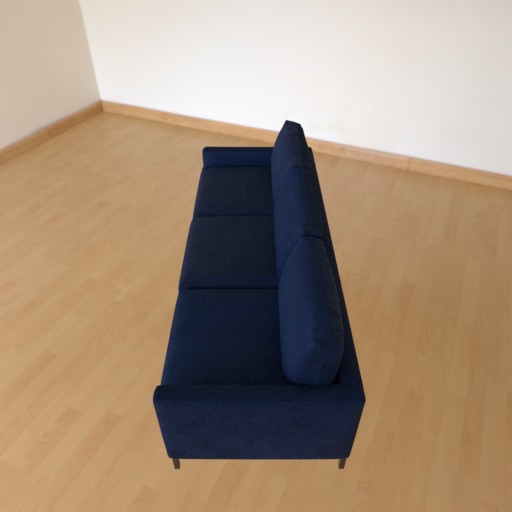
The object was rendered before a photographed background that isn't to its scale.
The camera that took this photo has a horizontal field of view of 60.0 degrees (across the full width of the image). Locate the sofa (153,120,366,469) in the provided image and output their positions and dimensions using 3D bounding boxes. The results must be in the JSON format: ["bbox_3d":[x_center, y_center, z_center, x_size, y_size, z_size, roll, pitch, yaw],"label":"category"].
[{"bbox_3d":[0.000,0.000,2.707,0.875,0.879,2.252,0,40,0],"label":"sofa"}]
